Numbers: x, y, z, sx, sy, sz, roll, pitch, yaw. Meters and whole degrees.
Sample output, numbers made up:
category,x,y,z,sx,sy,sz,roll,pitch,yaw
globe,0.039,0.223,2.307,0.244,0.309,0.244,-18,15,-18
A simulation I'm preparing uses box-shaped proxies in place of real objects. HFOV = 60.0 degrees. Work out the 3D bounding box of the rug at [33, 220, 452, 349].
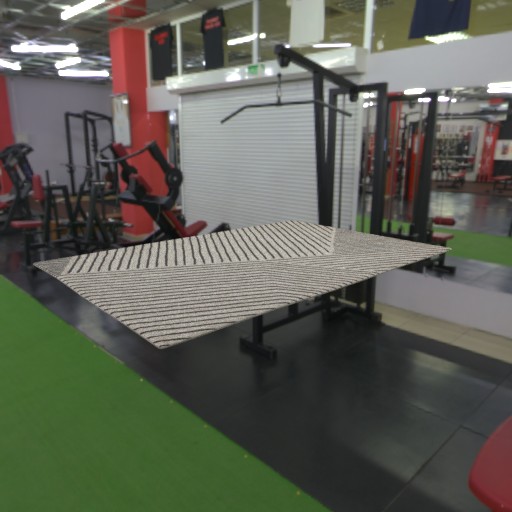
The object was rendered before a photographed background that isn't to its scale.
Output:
category,x,y,z,sx,sy,sz,roll,pitch,yaw
rug,0.000,0.000,2.321,1.842,0.019,1.237,-13,19,-40
